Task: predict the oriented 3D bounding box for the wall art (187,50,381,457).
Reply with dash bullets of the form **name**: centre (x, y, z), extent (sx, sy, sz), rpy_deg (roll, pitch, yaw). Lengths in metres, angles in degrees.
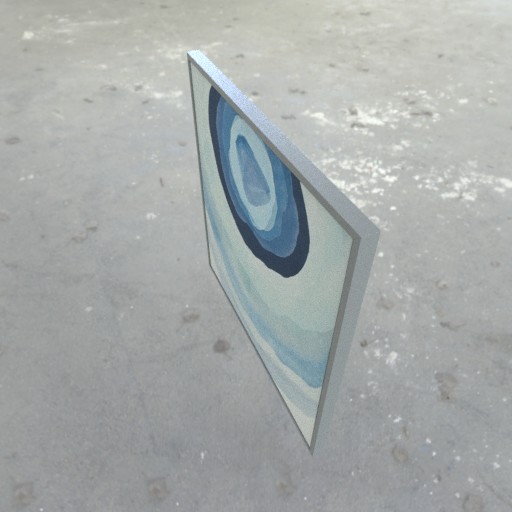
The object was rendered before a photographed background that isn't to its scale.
- **wall art**: centre (0.000, 0.000, 1.198), extent (0.038, 0.807, 0.809), rpy_deg (-18, 47, -17)
